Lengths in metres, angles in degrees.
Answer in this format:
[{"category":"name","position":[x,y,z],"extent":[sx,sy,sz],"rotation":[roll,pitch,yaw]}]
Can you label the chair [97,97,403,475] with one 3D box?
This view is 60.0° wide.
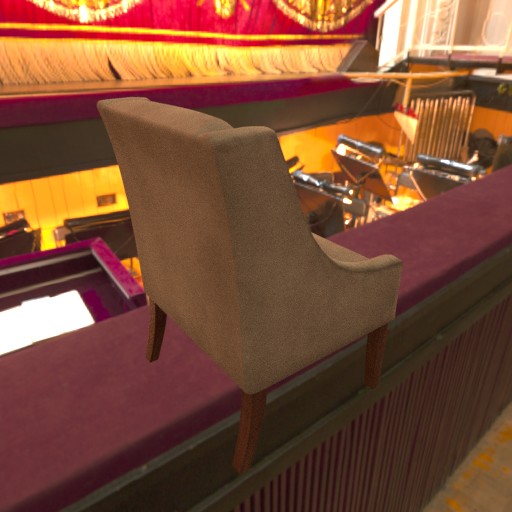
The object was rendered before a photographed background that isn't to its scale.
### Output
[{"category":"chair","position":[0.000,0.000,1.333],"extent":[0.629,0.895,0.629],"rotation":[-18,32,-32]}]
